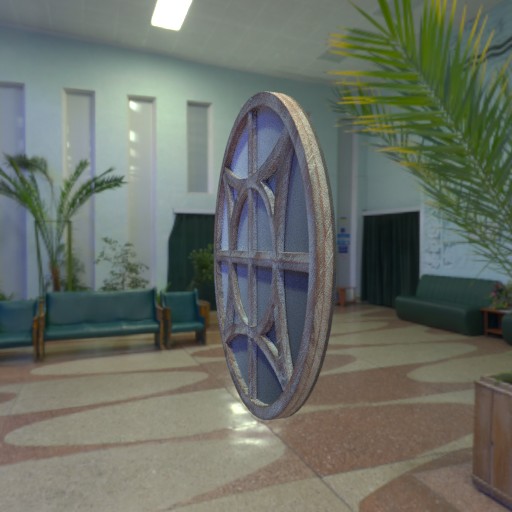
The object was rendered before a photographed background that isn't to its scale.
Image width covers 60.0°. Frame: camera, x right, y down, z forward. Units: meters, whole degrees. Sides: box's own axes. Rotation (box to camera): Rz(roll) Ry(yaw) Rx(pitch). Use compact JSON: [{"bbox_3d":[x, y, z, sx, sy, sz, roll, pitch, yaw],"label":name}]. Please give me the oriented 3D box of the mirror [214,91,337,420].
[{"bbox_3d":[0.000,0.000,1.021,0.038,0.710,0.710,0,1,-18],"label":"mirror"}]
